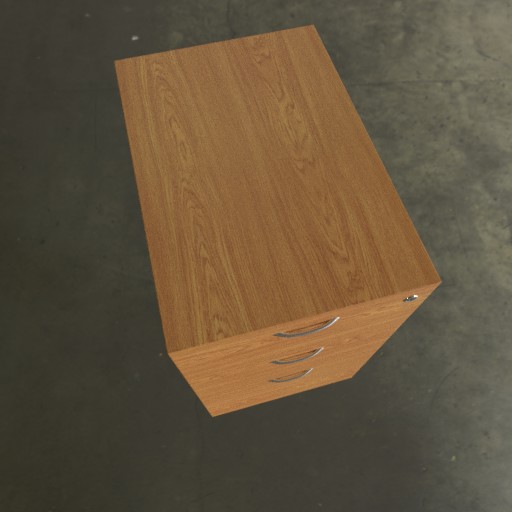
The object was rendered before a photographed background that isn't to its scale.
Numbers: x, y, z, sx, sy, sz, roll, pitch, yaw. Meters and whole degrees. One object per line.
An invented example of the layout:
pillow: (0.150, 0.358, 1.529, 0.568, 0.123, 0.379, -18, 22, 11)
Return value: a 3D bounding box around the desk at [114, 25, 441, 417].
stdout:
desk: (0.000, 0.000, 1.072, 0.404, 0.730, 0.600, -14, 64, -7)
